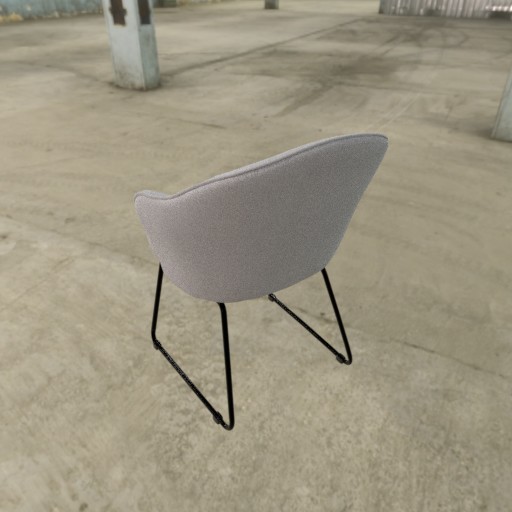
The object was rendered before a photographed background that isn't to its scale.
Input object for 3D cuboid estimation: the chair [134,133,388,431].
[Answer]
[{"bbox_3d":[0.000,0.000,1.236,0.570,0.817,0.592,-20,37,-29],"label":"chair"}]
